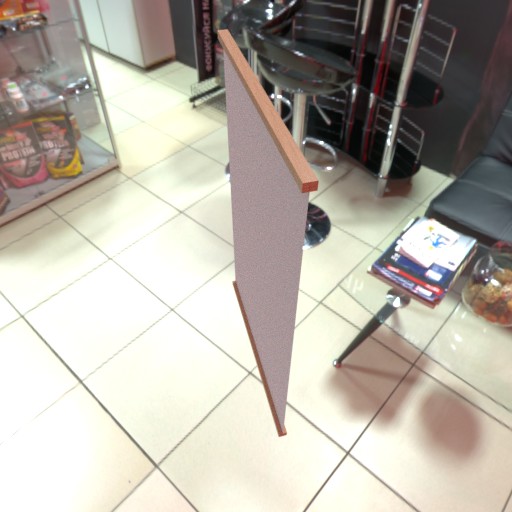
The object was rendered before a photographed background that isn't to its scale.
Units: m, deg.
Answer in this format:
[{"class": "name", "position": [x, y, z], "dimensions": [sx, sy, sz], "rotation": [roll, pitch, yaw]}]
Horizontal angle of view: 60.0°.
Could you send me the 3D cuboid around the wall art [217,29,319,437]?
[{"class": "wall art", "position": [0.000, 0.000, 1.917], "dimensions": [0.040, 1.510, 0.991], "rotation": [-11, 47, -10]}]
